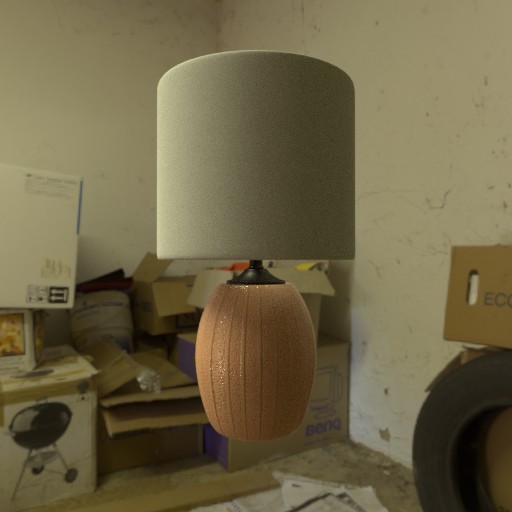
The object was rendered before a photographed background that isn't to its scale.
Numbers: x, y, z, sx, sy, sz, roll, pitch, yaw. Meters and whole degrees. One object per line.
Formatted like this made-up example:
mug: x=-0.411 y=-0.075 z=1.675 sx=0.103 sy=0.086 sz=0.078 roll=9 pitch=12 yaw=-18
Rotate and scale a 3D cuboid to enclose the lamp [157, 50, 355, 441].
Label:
lamp: x=0.000 y=0.000 z=0.752 sx=0.329 sy=0.570 sz=0.329 roll=0 pitch=0 yaw=0
